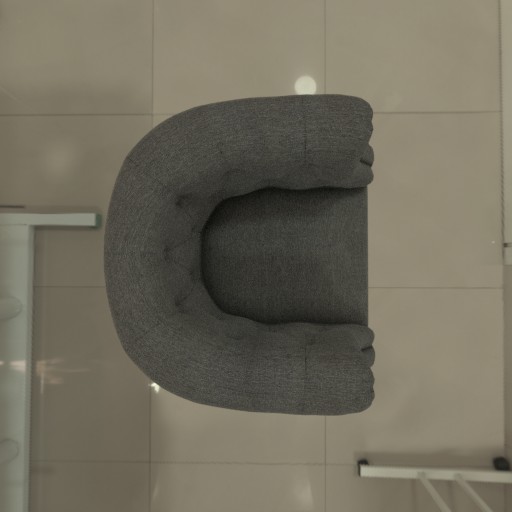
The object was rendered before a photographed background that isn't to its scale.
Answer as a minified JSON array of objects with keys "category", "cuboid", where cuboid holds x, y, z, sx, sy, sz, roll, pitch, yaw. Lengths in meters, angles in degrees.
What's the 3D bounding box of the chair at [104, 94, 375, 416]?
[{"category":"chair","cuboid":[0.000,0.000,1.581,0.852,0.827,0.905,0,89,1]}]
